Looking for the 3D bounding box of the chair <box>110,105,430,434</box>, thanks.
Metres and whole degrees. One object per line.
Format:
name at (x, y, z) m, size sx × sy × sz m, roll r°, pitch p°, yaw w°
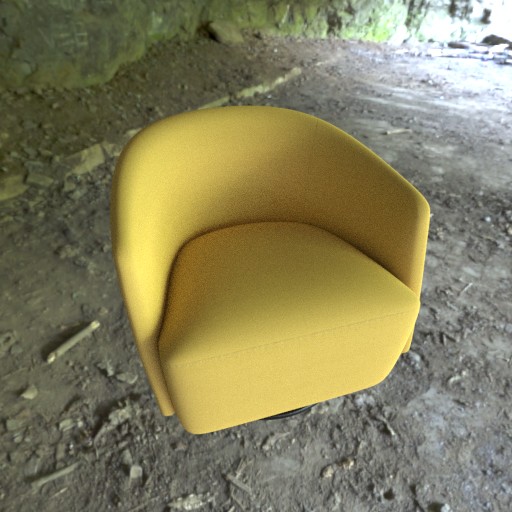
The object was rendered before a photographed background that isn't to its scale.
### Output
chair at (0.000, 0.000, 1.316) m, size 0.773 × 0.698 × 0.767 m, roll -10°, pitch 35°, yaw -15°
